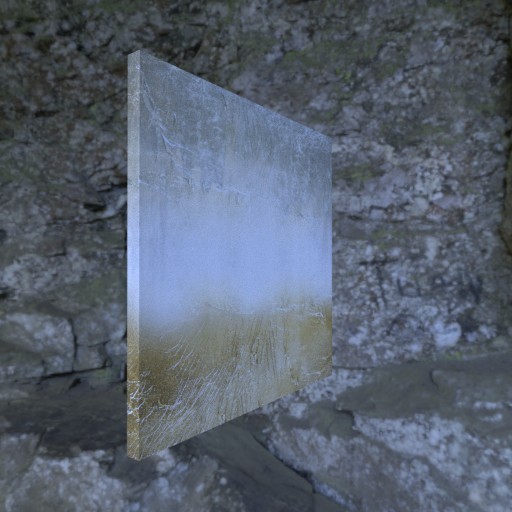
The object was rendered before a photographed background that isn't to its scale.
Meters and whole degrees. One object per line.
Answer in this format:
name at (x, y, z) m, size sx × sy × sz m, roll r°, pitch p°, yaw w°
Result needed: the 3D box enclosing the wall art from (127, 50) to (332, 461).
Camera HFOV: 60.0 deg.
wall art at (0.000, 0.000, 1.626) m, size 0.051 × 1.091 × 1.092 m, roll 0°, pitch 0°, yaw 37°
